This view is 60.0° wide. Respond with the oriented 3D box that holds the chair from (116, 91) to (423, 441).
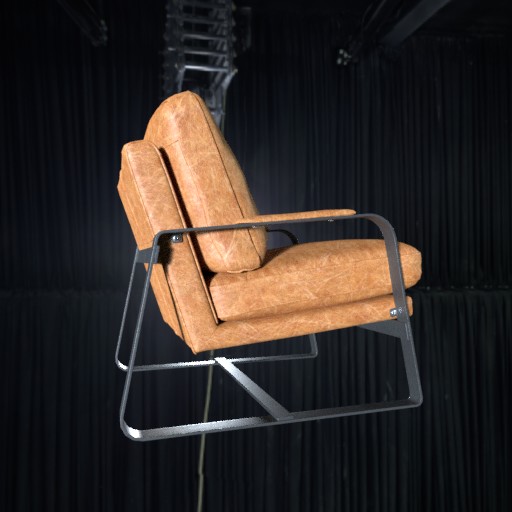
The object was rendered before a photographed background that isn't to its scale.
[{"bbox_3d":[0.000,0.000,1.343,0.801,0.777,0.651,0,0,-18],"label":"chair"}]
